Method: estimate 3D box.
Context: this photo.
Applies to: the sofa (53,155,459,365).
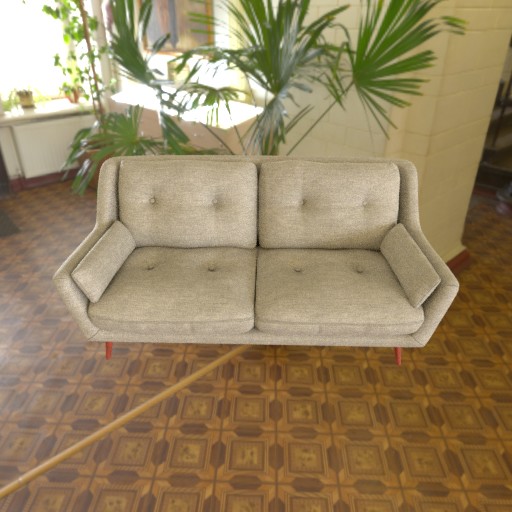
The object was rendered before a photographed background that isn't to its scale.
[{"bbox_3d":[0.000,0.000,2.488,1.930,0.897,0.976,1,29,1],"label":"sofa"}]
